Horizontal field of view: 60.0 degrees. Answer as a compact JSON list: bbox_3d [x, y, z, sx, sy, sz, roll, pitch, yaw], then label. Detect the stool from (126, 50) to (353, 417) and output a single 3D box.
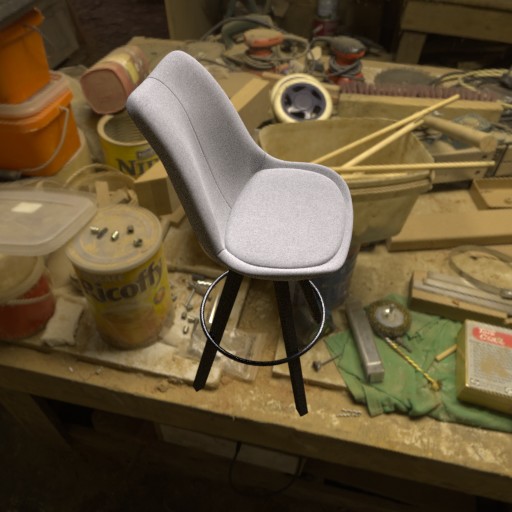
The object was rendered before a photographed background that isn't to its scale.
[{"bbox_3d":[0.000,0.000,1.393,0.550,1.115,0.485,10,48,9],"label":"stool"}]
